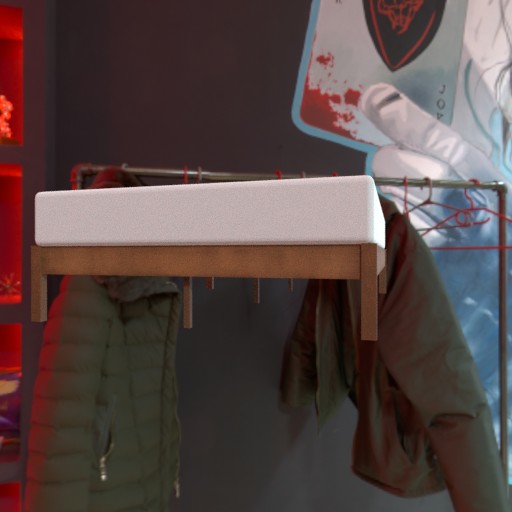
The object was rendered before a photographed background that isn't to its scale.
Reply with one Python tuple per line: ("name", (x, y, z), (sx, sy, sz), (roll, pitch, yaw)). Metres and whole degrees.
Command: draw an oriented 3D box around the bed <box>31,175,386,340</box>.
("bed", (0.000, 0.000, 2.769), (1.529, 0.593, 2.050), (0, 0, 17))
